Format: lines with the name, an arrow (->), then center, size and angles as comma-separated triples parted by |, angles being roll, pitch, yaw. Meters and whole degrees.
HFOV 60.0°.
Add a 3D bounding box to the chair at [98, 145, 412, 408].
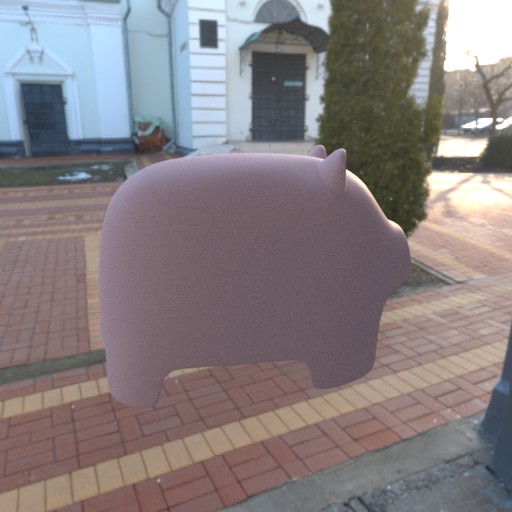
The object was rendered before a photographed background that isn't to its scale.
chair -> 0.000, 0.000, 0.888 | 0.619, 0.423, 0.364 | -2, 17, -8
